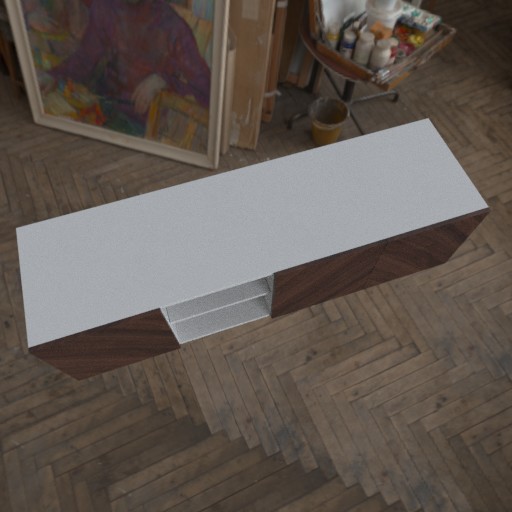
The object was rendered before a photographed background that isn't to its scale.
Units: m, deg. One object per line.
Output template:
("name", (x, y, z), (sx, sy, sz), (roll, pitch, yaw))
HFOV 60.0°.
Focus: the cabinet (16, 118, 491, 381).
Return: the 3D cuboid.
("cabinet", (0.000, 0.000, 1.690), (1.499, 0.533, 0.431), (-17, 64, -8))
